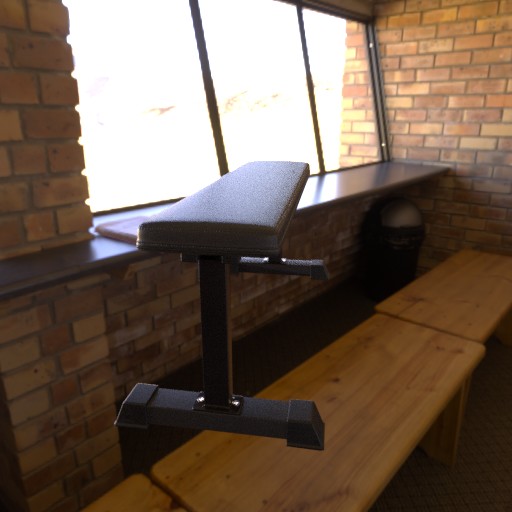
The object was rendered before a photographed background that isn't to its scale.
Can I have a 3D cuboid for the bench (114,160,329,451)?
[{"bbox_3d":[0.000,0.000,1.305,0.439,0.453,1.072,3,18,9],"label":"bench"}]
